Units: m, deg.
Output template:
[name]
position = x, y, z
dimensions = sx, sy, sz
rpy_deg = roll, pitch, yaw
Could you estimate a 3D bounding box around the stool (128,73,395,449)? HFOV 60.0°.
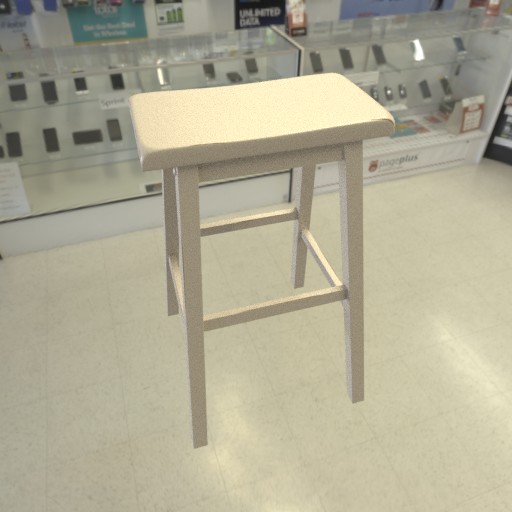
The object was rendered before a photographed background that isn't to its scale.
[stool]
position = 0.000, 0.000, 1.055
dimensions = 0.457, 0.737, 0.476
rpy_deg = -11, 42, -12
